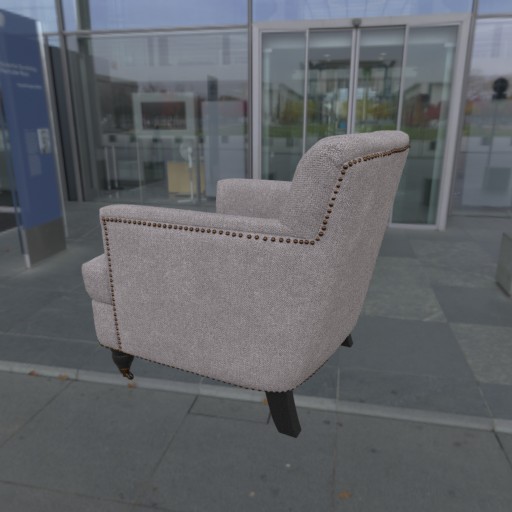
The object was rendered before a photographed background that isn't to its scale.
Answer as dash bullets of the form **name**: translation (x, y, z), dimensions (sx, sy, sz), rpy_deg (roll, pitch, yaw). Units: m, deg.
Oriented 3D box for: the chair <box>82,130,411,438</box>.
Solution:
- **chair**: translation (0.000, 0.000, 1.505), dimensions (0.902, 0.823, 0.737), rpy_deg (8, 19, 25)
